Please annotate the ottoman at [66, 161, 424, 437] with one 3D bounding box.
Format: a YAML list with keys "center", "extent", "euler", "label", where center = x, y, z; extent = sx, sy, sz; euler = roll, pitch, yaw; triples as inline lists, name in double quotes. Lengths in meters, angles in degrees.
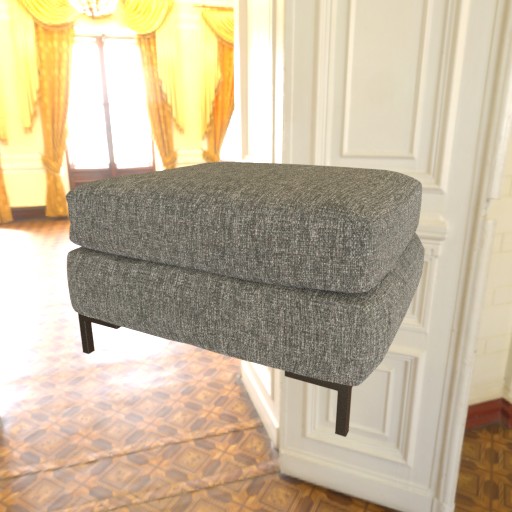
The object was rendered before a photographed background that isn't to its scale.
- center: [0.000, 0.000, 1.230]
  extent: [0.828, 0.480, 0.683]
  euler: [9, 19, 26]
  label: "ottoman"
